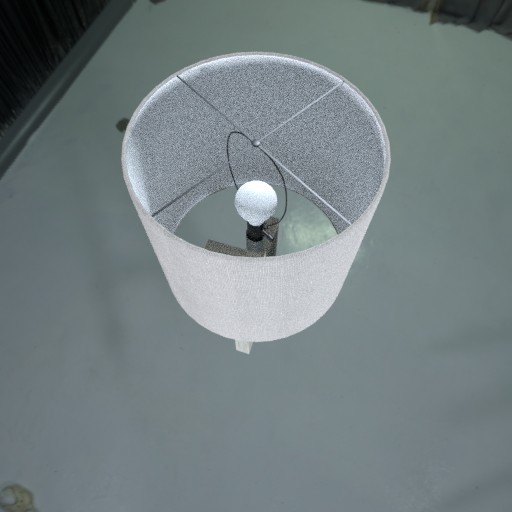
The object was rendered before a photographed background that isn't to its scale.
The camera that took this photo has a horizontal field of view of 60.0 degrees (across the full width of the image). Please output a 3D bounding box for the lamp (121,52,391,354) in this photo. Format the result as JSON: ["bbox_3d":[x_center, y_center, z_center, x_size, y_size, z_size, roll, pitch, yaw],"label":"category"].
[{"bbox_3d":[0.000,0.000,0.568,0.229,0.428,0.229,16,64,8],"label":"lamp"}]
